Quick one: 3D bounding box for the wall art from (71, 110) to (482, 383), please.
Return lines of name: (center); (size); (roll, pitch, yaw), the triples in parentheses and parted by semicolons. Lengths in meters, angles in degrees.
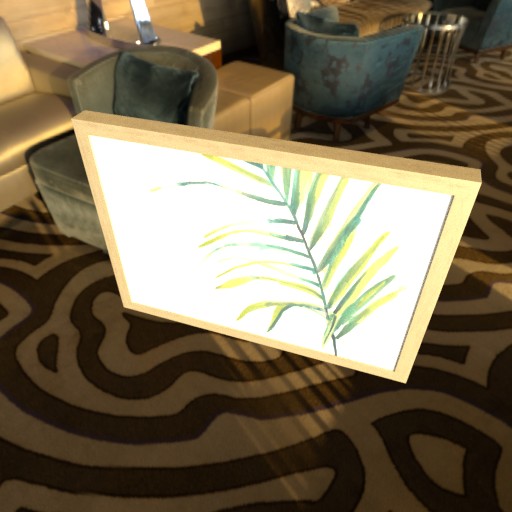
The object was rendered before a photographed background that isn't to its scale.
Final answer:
wall art: (0.000, 0.000, 0.685); (0.532, 0.380, 0.032); (12, 42, 14)
